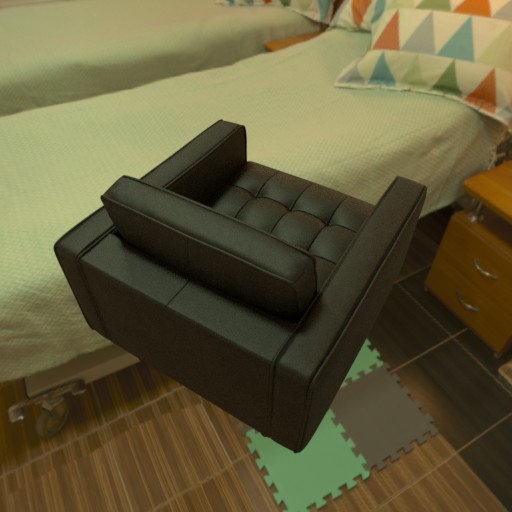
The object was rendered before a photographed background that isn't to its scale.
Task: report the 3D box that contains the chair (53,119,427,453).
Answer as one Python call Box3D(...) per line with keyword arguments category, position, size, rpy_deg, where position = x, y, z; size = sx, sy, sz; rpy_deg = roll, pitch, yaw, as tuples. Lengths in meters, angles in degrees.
Box3D(category="chair", position=(0.000, 0.000, 1.563), size=(0.889, 0.763, 0.914), rpy_deg=(24, 51, 21))
